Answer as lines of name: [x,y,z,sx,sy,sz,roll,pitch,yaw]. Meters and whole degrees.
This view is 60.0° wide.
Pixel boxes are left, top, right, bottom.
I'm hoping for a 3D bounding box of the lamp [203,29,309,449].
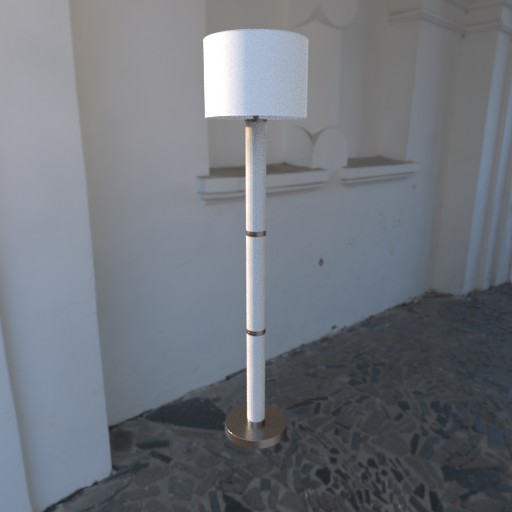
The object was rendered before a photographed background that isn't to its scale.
lamp: [0.000,0.000,1.788,0.377,1.599,0.377,-7,16,-26]
